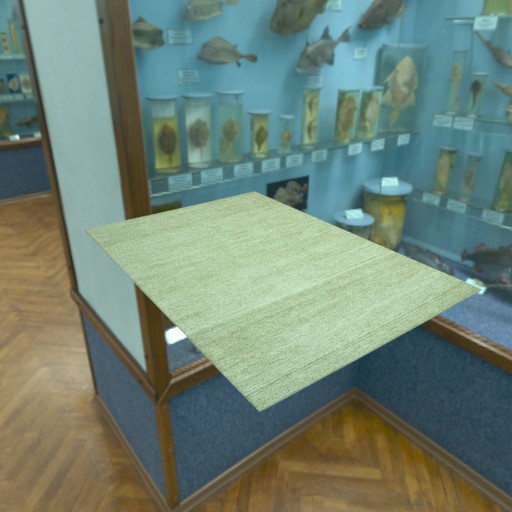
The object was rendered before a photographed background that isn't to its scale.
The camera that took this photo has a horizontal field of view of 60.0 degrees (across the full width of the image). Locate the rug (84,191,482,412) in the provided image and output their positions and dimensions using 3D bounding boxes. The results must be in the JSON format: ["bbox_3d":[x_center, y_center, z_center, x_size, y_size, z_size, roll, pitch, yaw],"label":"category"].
[{"bbox_3d":[0.000,0.000,2.979,1.606,0.017,2.270,-18,31,-32],"label":"rug"}]
